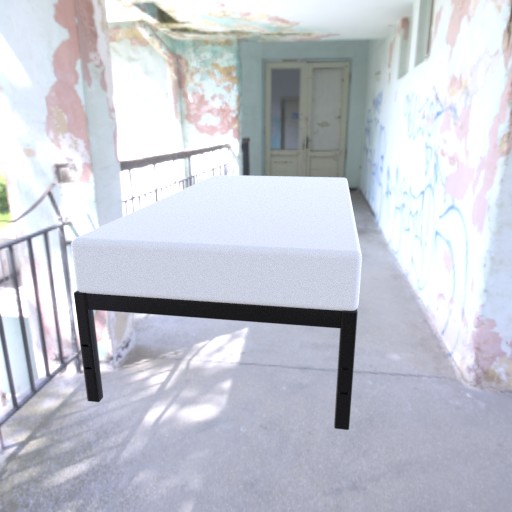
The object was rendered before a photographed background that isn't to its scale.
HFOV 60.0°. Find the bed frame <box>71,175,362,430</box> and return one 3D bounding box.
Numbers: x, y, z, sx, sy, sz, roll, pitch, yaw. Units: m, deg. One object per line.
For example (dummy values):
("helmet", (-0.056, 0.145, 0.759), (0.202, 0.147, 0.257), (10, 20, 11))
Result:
("bed frame", (0.000, 0.000, 2.473), (1.023, 0.659, 1.950), (3, 17, 9))
